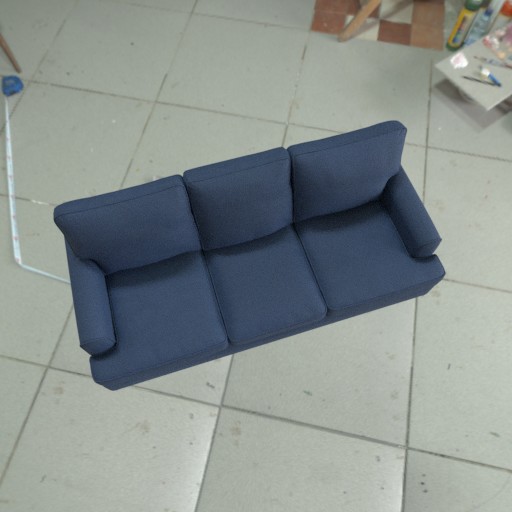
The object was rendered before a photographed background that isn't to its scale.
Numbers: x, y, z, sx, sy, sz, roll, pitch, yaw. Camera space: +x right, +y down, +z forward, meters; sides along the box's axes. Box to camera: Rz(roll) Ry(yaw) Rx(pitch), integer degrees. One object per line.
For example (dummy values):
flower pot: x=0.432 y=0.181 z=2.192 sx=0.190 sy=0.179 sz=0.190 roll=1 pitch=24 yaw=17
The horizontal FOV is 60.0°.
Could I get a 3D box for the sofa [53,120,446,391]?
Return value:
sofa: x=0.000 y=0.000 z=2.701 sx=2.158 sy=0.965 sz=0.951 roll=-16 pitch=66 yaw=-7
